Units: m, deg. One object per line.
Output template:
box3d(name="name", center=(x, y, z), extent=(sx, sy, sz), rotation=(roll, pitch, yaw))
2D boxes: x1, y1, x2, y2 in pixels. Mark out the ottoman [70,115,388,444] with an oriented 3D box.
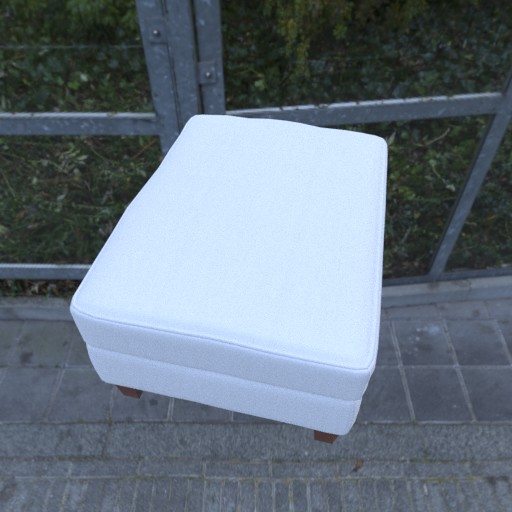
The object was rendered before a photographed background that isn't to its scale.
box3d(name="ottoman", center=(0.000, 0.000, 1.233), extent=(0.634, 0.479, 0.818), rotation=(10, 47, 9))
